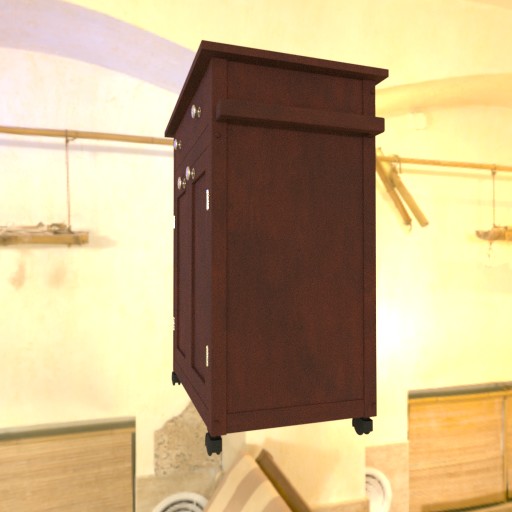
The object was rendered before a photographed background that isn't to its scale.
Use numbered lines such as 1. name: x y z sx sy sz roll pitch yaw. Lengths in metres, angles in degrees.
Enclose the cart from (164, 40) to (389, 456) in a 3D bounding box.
1. cart: 0.000 0.000 1.266 0.442 0.864 0.683 0 -1 -18
